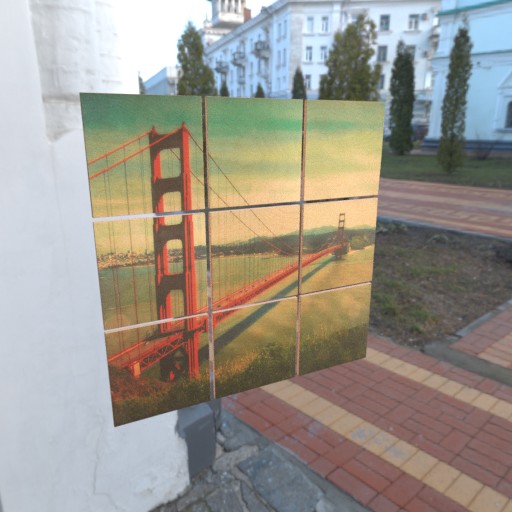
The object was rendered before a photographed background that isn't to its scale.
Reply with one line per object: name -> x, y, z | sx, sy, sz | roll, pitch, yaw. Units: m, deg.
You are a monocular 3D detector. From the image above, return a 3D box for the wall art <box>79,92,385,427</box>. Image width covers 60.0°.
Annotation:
wall art -> 0.000, 0.000, 1.796 | 1.217, 1.207, 0.016 | -8, 18, -25
